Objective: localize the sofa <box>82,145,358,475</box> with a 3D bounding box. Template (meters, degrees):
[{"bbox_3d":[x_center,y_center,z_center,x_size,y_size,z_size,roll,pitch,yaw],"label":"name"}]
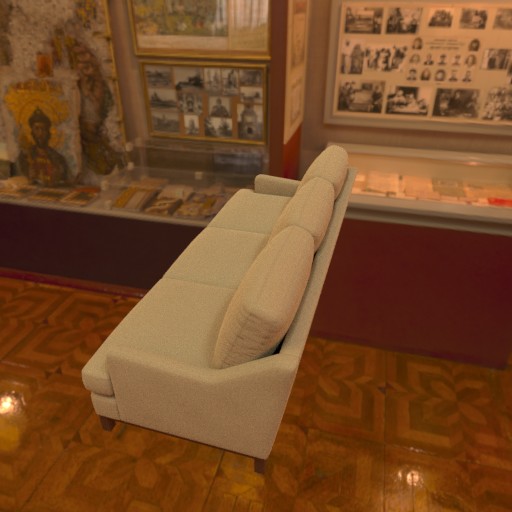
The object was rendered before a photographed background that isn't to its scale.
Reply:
[{"bbox_3d":[0.000,0.000,2.816,1.000,0.913,2.321,9,32,14],"label":"sofa"}]
